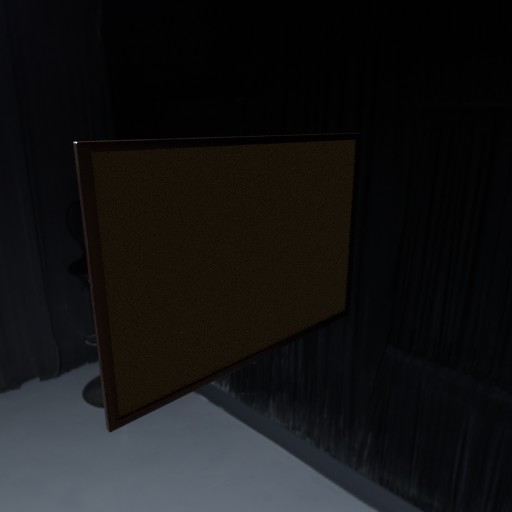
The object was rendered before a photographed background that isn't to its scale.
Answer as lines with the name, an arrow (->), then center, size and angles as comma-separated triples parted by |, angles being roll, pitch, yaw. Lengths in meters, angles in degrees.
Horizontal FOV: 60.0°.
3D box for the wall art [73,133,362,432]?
wall art -> 0.000, 0.000, 1.073 | 0.816, 0.559, 0.014 | -16, 23, -41
